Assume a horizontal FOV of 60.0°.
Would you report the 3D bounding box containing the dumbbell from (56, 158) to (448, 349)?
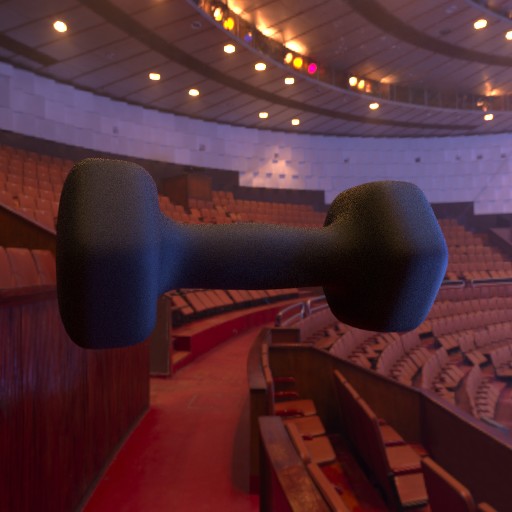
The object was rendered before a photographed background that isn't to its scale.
[{"bbox_3d":[0.000,0.000,0.281,0.231,0.101,0.112,0,-1,-18],"label":"dumbbell"}]
